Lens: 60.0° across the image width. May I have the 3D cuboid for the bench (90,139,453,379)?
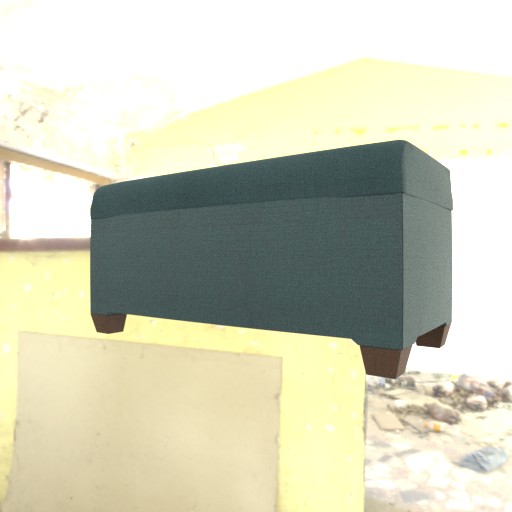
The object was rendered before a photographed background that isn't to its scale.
[{"bbox_3d":[0.000,0.000,1.279,0.995,0.474,0.476,0,0,35],"label":"bench"}]
